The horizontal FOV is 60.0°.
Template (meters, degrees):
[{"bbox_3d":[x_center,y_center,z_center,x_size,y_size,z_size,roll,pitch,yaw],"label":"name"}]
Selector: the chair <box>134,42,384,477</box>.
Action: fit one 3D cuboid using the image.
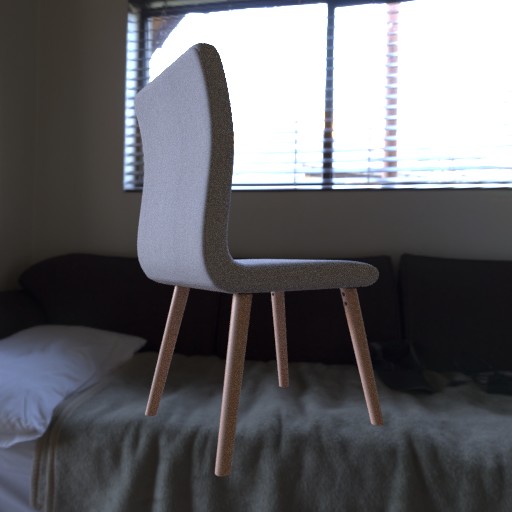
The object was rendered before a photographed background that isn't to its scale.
[{"bbox_3d":[0.000,0.000,1.195,0.550,0.885,0.435,0,0,-34],"label":"chair"}]
